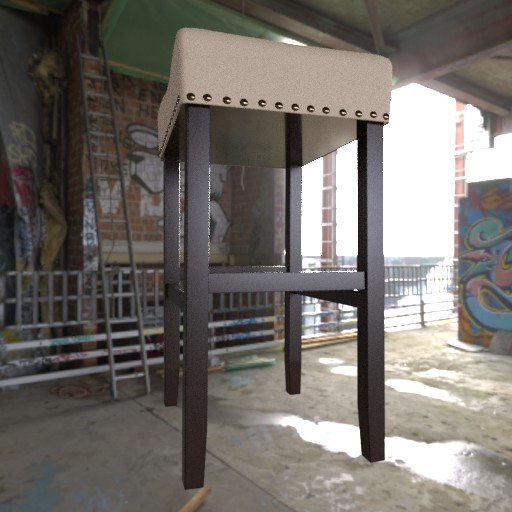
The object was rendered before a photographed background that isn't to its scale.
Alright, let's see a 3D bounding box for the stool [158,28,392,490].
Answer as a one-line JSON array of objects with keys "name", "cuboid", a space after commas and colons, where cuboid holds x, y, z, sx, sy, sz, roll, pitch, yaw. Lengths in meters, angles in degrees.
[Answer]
[{"name": "stool", "cuboid": [0.000, 0.000, 0.988, 0.401, 0.762, 0.471, 0, 0, -16]}]
